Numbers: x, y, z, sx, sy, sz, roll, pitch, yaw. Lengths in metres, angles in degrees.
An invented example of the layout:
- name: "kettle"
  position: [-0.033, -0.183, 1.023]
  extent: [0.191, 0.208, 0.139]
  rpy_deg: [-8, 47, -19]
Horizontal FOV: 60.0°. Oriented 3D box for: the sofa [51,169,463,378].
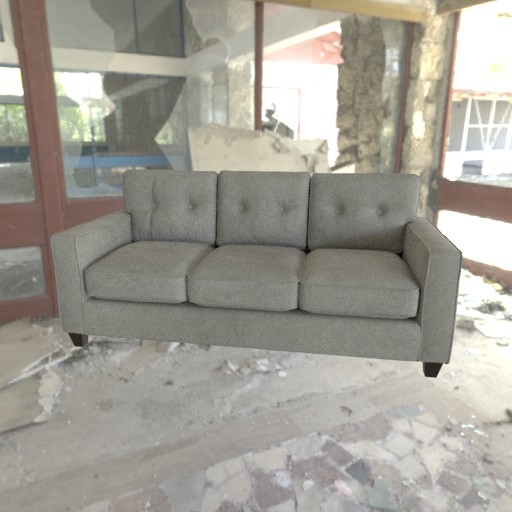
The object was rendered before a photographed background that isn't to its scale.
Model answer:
- name: "sofa"
  position: [0.000, 0.000, 2.680]
  extent: [2.133, 0.965, 0.939]
  rpy_deg: [3, 16, 10]
